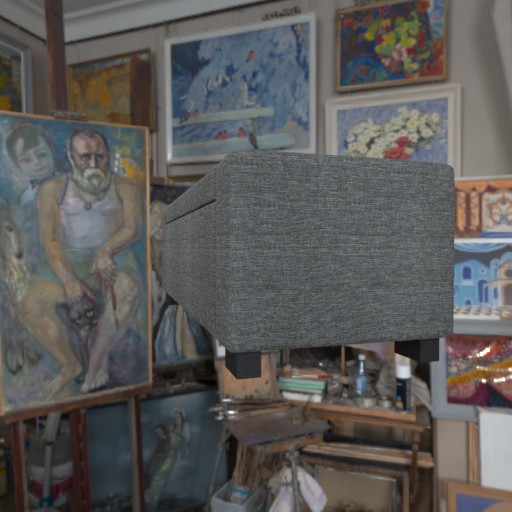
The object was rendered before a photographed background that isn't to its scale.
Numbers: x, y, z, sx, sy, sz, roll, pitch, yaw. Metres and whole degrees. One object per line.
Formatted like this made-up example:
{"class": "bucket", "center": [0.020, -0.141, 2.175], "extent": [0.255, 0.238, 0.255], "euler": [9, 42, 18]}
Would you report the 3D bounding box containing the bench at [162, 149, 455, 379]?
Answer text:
{"class": "bench", "center": [0.000, 0.000, 1.497], "extent": [0.508, 0.445, 1.296], "euler": [0, 1, -17]}
